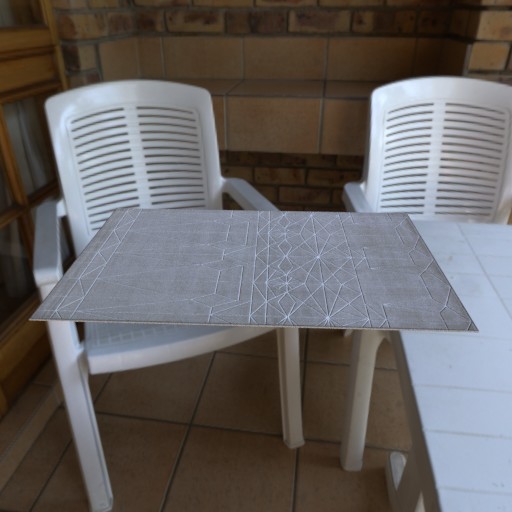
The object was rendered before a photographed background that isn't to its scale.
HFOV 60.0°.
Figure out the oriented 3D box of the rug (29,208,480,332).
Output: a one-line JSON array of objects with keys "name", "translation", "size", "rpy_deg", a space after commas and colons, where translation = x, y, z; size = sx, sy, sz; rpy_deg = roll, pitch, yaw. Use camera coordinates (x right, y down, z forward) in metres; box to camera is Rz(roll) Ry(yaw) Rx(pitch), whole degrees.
[{"name": "rug", "translation": [0.000, 0.000, 3.055], "size": [2.438, 0.012, 1.524], "rpy_deg": [1, 30, 2]}]
